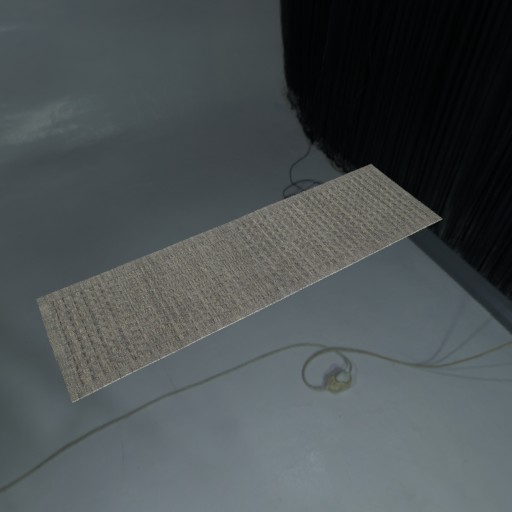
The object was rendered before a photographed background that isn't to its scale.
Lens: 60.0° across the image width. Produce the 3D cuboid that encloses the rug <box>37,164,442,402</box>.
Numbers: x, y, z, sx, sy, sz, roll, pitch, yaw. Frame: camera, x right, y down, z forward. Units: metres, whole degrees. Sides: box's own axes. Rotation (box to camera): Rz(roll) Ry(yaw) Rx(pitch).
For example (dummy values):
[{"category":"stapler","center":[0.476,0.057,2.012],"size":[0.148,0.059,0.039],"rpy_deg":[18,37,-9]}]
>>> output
[{"category":"rug","center":[0.000,0.000,2.695],"size":[2.443,0.009,0.706],"rpy_deg":[-24,52,-20]}]
